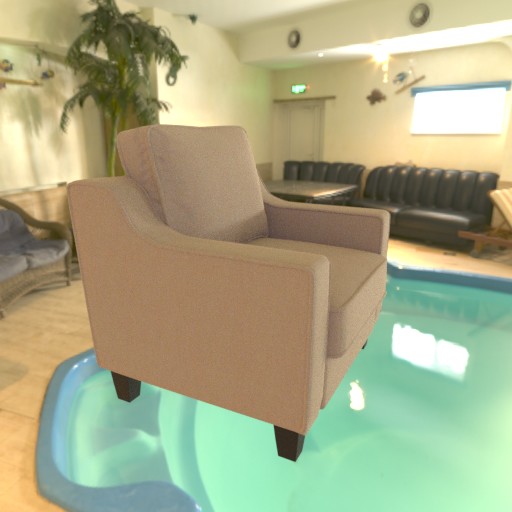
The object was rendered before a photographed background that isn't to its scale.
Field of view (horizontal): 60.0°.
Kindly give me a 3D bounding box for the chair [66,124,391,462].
[{"bbox_3d":[0.000,0.000,1.669,0.882,0.948,0.922,8,18,26],"label":"chair"}]
